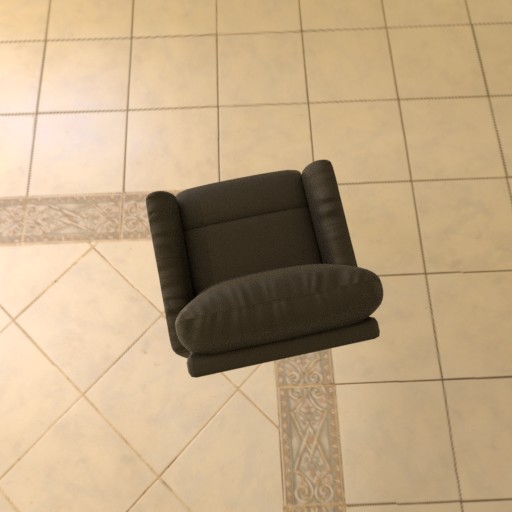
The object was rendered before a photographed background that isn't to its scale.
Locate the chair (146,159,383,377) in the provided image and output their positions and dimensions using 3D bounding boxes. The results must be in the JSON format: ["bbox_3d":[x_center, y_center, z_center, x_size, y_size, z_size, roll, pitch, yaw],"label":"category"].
[{"bbox_3d":[0.000,0.000,1.714,0.775,1.082,0.831,-12,74,-3],"label":"chair"}]
